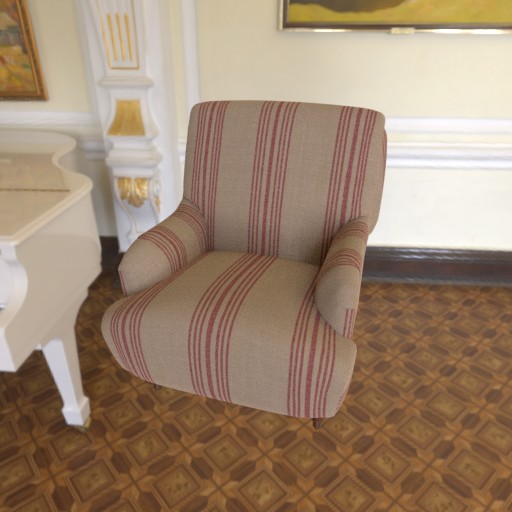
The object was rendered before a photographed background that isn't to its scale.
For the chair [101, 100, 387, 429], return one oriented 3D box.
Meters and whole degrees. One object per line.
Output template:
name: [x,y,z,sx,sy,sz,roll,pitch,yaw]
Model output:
chair: [0.000,0.000,1.848,0.933,1.123,1.058,8,28,15]
